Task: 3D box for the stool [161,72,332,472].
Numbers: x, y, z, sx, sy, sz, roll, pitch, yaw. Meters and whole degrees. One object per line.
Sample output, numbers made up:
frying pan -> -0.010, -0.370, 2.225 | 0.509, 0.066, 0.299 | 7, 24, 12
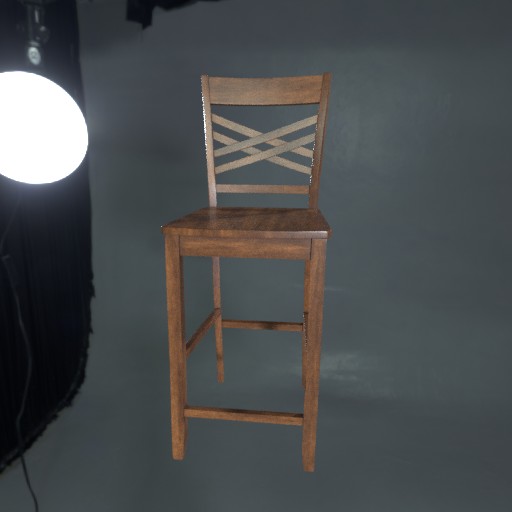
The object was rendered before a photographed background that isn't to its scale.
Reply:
stool -> 0.000, 0.000, 1.346 | 0.426, 1.098, 0.504 | 2, 14, 7
